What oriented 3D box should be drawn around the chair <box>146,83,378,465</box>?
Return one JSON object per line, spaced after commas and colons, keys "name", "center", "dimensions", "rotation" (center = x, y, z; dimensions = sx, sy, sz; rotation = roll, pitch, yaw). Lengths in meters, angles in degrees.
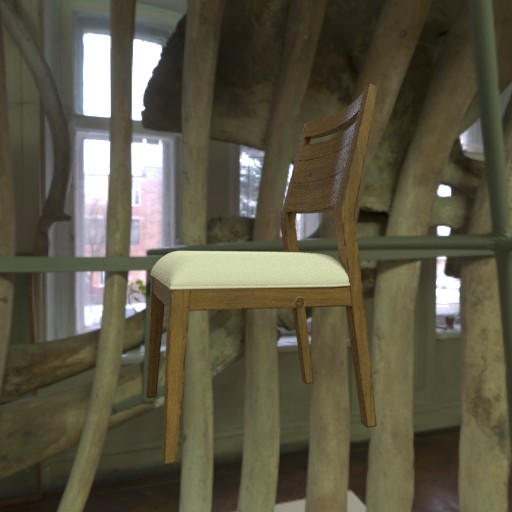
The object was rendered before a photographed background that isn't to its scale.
{"name": "chair", "center": [0.000, 0.000, 1.331], "dimensions": [0.610, 0.939, 0.497], "rotation": [-1, 2, -18]}
